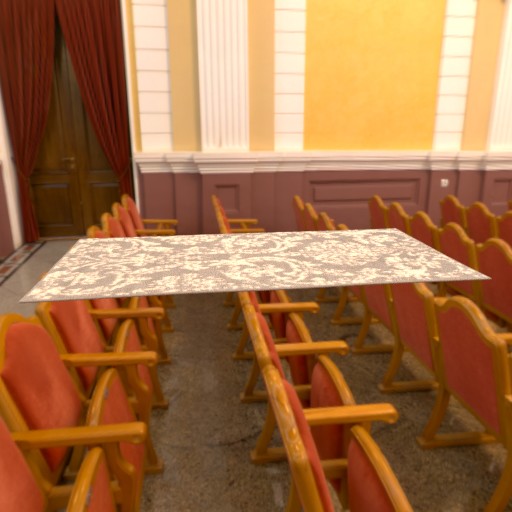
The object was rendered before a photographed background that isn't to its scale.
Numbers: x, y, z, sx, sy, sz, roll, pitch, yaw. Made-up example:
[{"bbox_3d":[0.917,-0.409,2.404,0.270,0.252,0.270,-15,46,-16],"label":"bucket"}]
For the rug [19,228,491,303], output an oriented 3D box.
[{"bbox_3d":[0.000,0.000,1.415,1.219,0.007,0.604,-2,17,-8],"label":"rug"}]
